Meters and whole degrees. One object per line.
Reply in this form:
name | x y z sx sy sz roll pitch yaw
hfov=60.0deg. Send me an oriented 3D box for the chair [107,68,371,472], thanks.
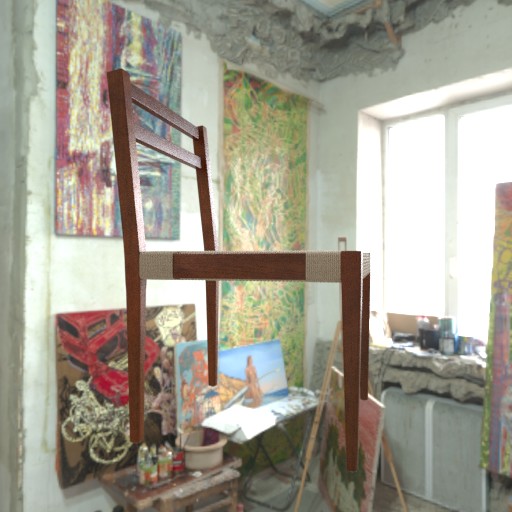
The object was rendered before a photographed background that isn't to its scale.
chair | 0.000 0.000 1.167 0.569 0.851 0.495 0 0 17
